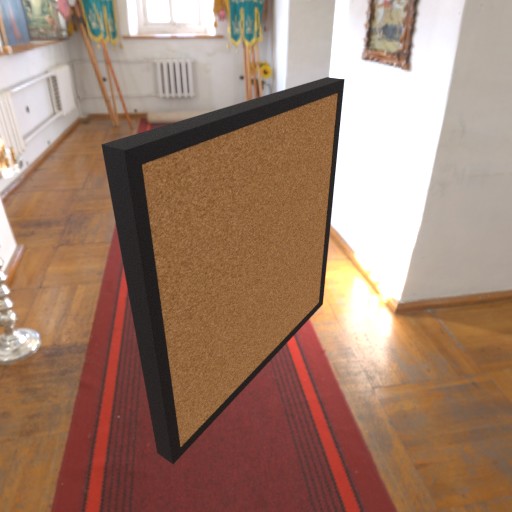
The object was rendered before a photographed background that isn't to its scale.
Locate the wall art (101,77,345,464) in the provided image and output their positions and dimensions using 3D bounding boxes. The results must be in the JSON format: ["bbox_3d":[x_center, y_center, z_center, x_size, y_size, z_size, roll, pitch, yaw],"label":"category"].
[{"bbox_3d":[0.000,0.000,0.754,0.036,0.503,0.506,20,36,29],"label":"wall art"}]
